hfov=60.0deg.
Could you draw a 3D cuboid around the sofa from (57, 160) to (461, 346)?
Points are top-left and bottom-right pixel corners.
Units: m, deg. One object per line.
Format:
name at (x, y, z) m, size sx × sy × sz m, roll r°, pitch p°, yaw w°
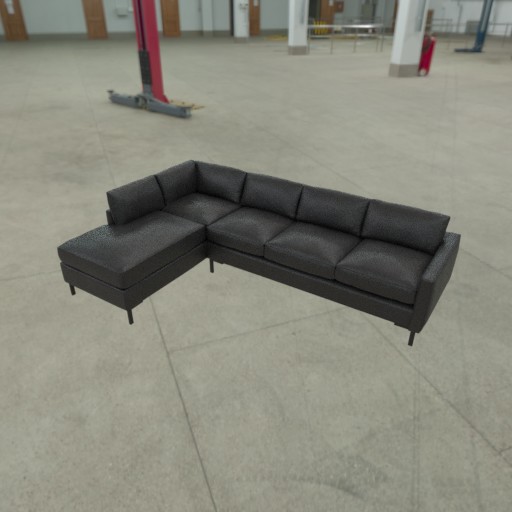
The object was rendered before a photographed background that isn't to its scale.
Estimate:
sofa at (0.000, 0.000, 3.915) m, size 2.984 × 0.877 × 1.938 m, roll 18°, pitch 34°, yaw 29°
